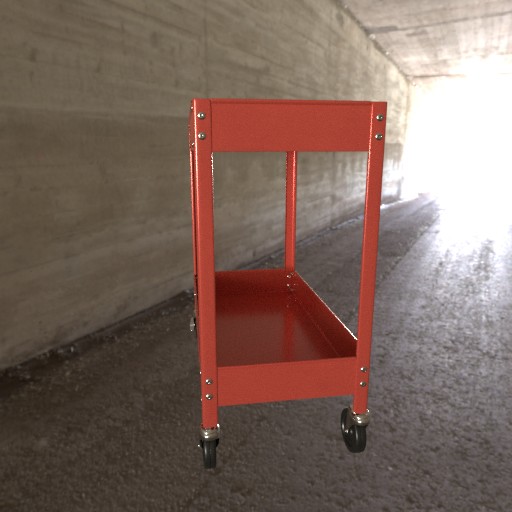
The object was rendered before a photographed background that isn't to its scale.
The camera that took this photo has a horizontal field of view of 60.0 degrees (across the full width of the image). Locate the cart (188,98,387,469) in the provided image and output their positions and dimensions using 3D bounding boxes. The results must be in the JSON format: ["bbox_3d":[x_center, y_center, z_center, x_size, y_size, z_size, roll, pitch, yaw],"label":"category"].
[{"bbox_3d":[0.000,0.000,1.187,0.366,0.719,0.779,-2,14,-9],"label":"cart"}]
